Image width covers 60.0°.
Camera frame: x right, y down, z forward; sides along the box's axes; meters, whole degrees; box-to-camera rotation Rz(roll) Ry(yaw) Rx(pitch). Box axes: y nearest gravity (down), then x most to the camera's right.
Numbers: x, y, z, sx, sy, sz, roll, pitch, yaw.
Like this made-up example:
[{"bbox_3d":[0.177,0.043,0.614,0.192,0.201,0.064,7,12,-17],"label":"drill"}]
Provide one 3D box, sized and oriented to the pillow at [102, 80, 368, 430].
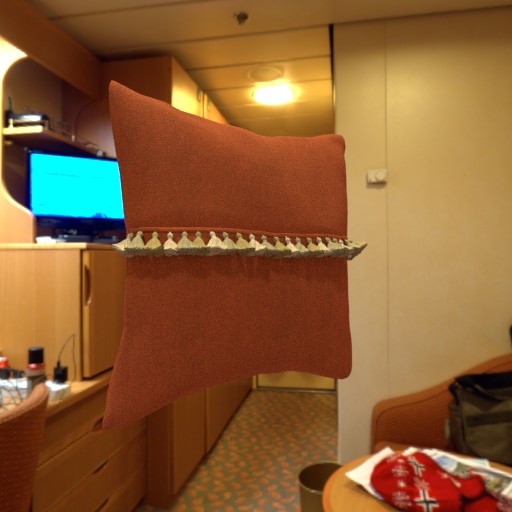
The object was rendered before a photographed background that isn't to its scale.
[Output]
[{"bbox_3d":[0.000,0.000,0.733,0.490,0.482,0.165,0,-1,-36],"label":"pillow"}]
